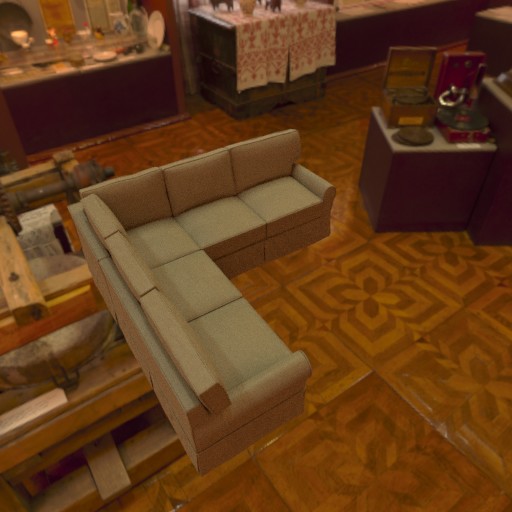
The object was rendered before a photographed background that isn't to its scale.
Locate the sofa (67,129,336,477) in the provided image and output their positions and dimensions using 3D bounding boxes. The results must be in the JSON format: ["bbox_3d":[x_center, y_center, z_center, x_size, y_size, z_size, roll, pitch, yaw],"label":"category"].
[{"bbox_3d":[0.000,0.000,4.137,2.623,1.081,2.618,-23,46,-24],"label":"sofa"}]
